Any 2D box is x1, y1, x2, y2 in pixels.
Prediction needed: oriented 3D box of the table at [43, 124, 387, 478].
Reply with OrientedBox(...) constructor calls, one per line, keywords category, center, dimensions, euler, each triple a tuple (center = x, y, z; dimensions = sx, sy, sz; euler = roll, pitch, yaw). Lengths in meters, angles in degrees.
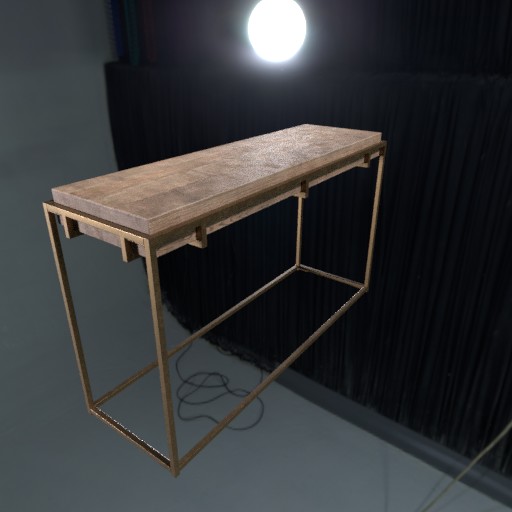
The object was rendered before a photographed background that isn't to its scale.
OrientedBox(category="table", center=(0.000, 0.000, 1.782), dimensions=(0.440, 0.820, 1.400), euler=(18, 31, 33))
